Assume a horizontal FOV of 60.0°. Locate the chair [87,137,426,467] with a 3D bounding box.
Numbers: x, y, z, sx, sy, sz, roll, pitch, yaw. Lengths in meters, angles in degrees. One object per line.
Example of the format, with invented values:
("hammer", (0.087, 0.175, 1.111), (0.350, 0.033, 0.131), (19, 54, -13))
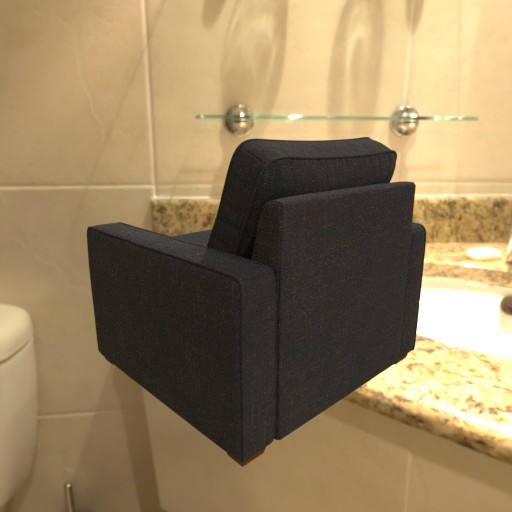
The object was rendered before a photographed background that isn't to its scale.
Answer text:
("chair", (0.000, 0.000, 1.771), (1.017, 0.919, 0.940), (-14, 21, -42))
